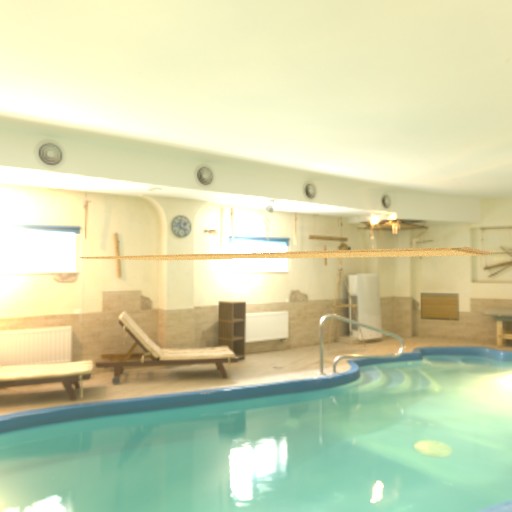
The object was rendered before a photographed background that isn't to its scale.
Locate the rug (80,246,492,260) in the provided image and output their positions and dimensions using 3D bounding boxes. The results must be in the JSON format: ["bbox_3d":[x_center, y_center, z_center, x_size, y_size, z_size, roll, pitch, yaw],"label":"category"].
[{"bbox_3d":[0.000,0.000,2.786,2.544,0.015,0.795,-1,-2,35],"label":"rug"}]
